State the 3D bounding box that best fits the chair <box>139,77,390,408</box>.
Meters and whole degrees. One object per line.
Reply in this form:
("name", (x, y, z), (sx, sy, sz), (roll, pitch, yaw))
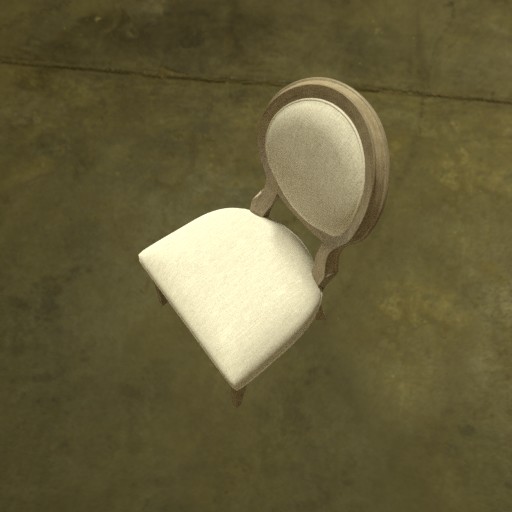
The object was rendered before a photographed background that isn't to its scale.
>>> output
("chair", (0.000, 0.000, 1.379), (0.602, 0.990, 0.558), (-35, 69, -15))
